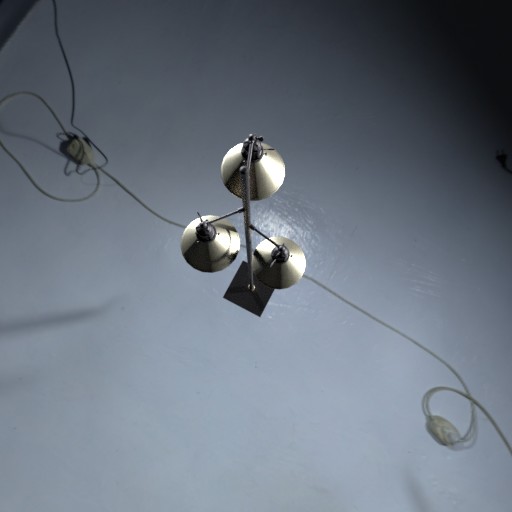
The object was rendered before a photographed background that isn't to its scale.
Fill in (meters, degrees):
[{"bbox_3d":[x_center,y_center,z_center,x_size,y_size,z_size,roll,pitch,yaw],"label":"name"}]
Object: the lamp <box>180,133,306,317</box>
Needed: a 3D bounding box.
[{"bbox_3d":[0.000,0.000,1.857,0.415,1.716,0.428,27,78,6],"label":"lamp"}]
